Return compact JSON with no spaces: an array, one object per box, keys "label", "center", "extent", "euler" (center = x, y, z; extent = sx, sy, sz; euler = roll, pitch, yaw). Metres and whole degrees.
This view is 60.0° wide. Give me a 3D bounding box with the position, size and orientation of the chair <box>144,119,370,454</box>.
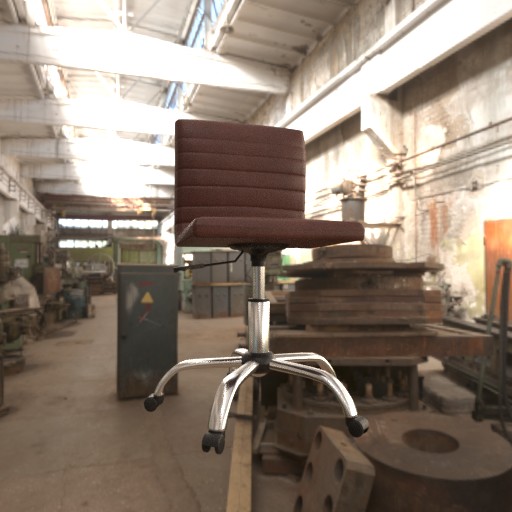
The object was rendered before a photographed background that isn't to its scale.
[{"label":"chair","center":[0.000,0.000,1.147],"extent":[0.556,0.780,0.530],"euler":[0,-2,-16]}]
